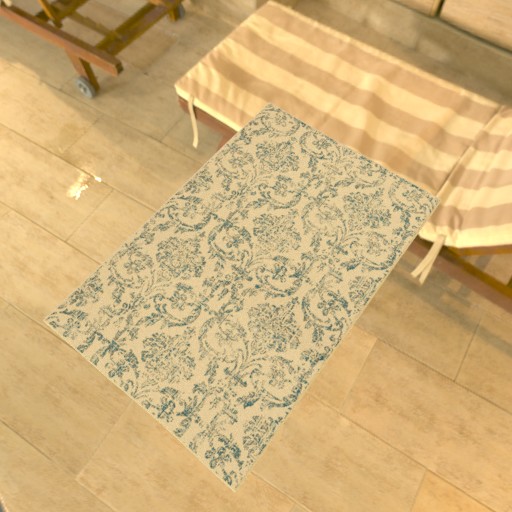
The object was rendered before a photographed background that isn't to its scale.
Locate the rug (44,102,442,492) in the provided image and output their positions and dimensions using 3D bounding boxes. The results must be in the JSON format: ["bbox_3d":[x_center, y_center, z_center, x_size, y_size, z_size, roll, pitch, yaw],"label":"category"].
[{"bbox_3d":[0.000,0.000,3.480,1.819,0.018,2.746,35,68,16],"label":"rug"}]
